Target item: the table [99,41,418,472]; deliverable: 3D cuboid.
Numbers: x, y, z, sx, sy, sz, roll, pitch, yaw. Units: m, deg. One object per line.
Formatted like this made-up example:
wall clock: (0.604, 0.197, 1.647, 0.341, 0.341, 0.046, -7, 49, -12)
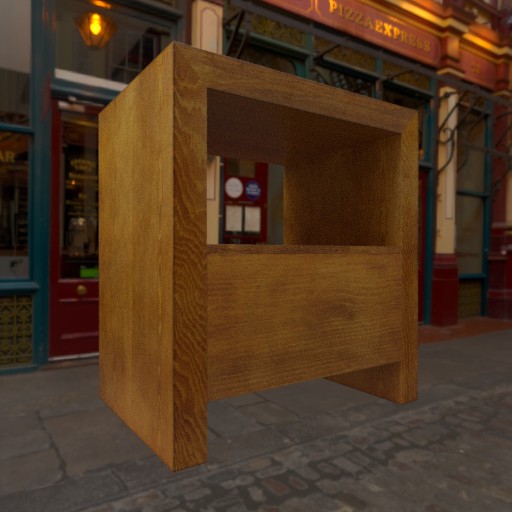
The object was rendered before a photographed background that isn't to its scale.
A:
table: (0.000, 0.000, 0.940, 0.550, 0.605, 0.400, 0, 0, -34)
